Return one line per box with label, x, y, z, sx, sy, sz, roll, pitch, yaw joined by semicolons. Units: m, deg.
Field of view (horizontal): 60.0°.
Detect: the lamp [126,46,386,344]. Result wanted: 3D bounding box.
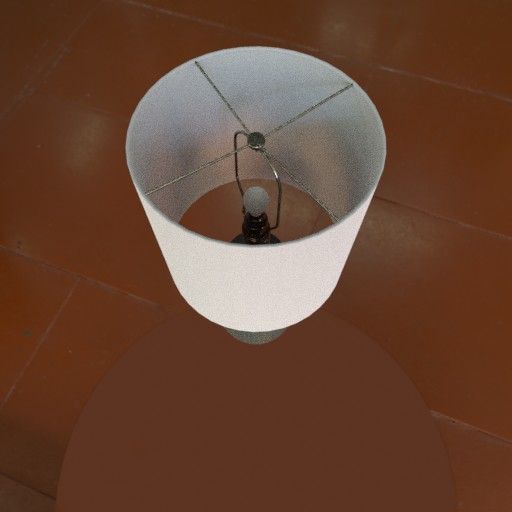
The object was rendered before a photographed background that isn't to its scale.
lamp;0.000;0.000;0.573;0.217;0.453;0.217;-32;67;-15
